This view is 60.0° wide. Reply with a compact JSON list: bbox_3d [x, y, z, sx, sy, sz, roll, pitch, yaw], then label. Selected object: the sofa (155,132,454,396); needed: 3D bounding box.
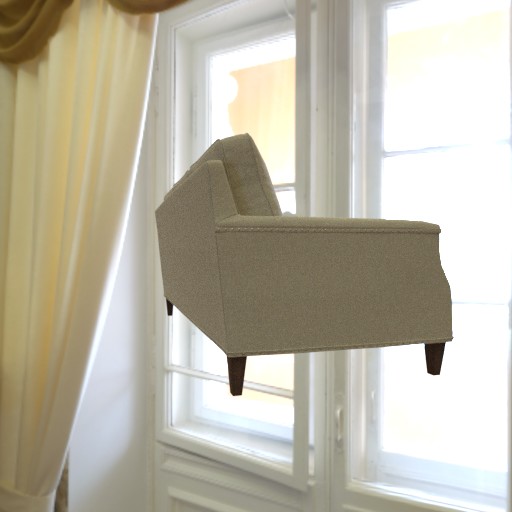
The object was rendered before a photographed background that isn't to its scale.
[{"bbox_3d":[0.000,0.000,2.769,1.084,1.003,2.246,0,1,-18],"label":"sofa"}]
